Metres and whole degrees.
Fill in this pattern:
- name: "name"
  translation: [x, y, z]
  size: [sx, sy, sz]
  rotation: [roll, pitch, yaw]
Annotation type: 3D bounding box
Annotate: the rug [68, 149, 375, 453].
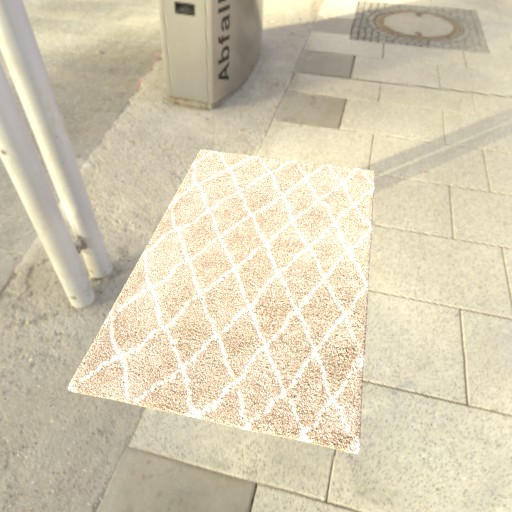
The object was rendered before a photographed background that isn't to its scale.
- name: "rug"
  translation: [0.000, 0.000, 3.520]
  size: [1.778, 0.030, 2.743]
  rotation: [9, 47, 9]
